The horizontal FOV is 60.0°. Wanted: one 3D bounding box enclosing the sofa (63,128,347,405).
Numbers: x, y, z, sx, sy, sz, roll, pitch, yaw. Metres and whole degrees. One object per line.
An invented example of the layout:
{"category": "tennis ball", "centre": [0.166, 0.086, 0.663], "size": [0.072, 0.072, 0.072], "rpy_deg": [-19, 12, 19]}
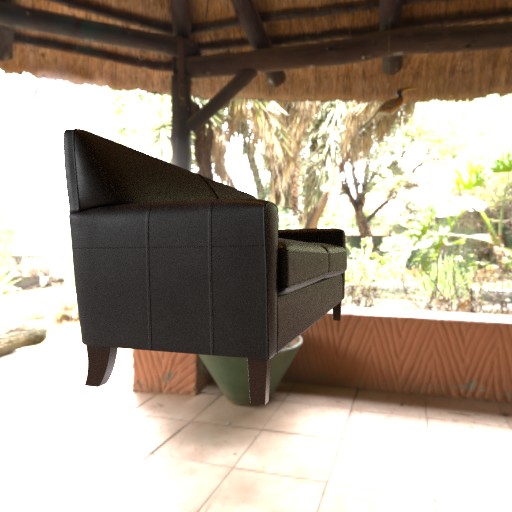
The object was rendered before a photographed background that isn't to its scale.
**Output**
{"category": "sofa", "centre": [0.000, 0.000, 2.435], "size": [0.805, 0.947, 2.053], "rpy_deg": [0, 0, 18]}
